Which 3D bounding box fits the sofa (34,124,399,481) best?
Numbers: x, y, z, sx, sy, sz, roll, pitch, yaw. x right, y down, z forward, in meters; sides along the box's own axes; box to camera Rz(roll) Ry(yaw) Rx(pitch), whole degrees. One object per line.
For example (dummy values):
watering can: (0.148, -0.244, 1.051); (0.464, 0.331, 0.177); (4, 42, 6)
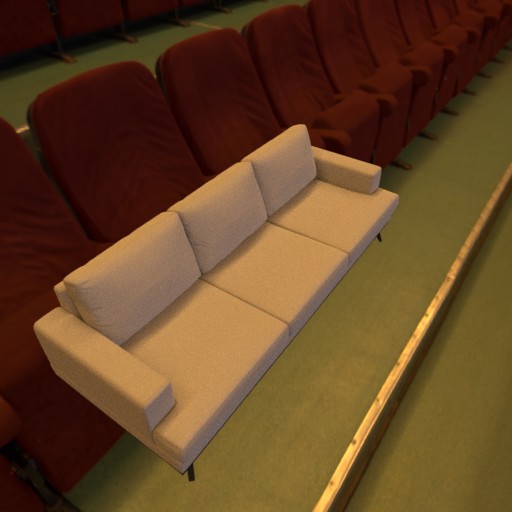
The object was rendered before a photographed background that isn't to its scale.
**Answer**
sofa: (0.000, 0.000, 2.652); (0.920, 0.810, 2.310); (25, 46, 26)
